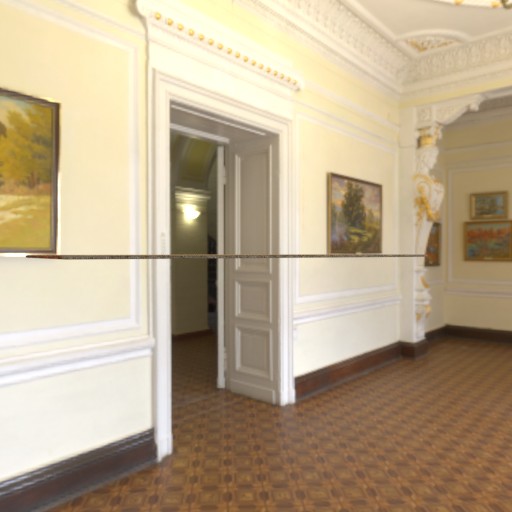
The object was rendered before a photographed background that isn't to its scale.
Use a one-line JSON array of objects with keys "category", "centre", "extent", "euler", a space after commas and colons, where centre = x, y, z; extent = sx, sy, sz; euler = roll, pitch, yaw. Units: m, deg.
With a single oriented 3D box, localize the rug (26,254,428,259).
[{"category": "rug", "centre": [0.000, 0.000, 2.707], "extent": [2.413, 0.016, 0.810], "euler": [0, 0, -36]}]
